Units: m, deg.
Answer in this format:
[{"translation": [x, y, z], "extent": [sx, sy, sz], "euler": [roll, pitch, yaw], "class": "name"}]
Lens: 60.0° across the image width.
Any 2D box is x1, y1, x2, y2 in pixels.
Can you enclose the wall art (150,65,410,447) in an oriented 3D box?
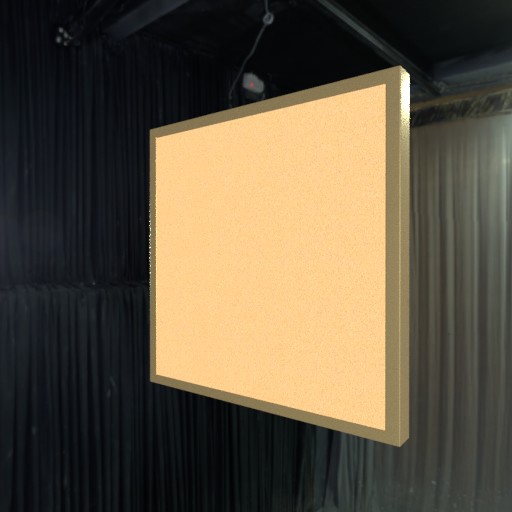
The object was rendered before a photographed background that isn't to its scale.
[{"translation": [0.000, 0.000, 0.455], "extent": [0.305, 0.305, 0.023], "euler": [0, 0, 37], "class": "wall art"}]
